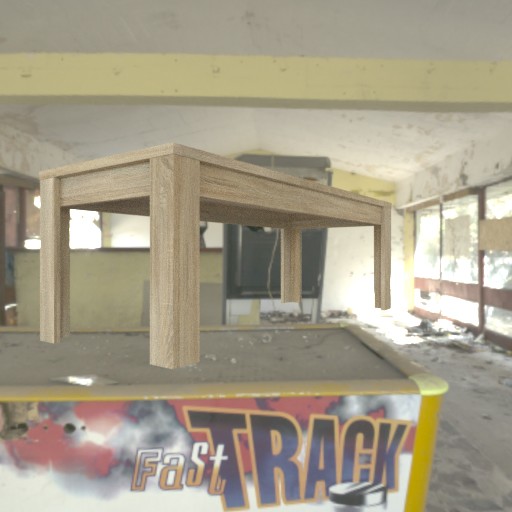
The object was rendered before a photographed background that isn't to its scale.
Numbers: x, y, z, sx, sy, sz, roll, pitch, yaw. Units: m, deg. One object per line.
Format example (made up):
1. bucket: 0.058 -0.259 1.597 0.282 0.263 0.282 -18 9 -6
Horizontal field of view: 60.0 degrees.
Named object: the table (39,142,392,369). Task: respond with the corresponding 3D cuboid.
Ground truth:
1. table: 0.000 0.000 2.692 0.900 0.790 2.200 0 0 36
